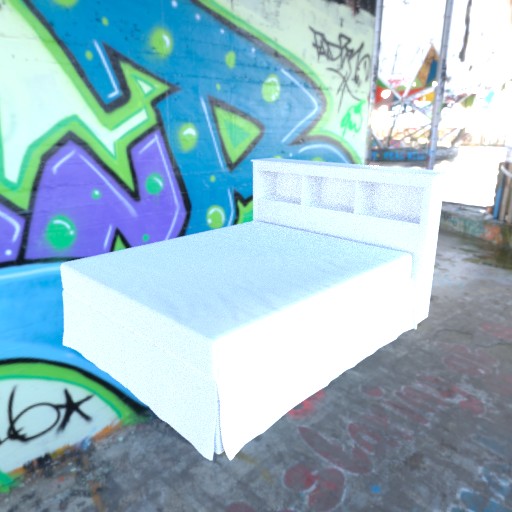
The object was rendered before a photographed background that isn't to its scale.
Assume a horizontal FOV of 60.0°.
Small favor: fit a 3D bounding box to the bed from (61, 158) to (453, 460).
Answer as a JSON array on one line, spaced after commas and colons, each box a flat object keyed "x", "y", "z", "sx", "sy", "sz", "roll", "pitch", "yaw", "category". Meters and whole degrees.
[{"x": 0.000, "y": 0.000, "z": 3.004, "sx": 1.671, "sy": 1.092, "sz": 2.133, "roll": 16, "pitch": 23, "yaw": 42, "category": "bed"}]
